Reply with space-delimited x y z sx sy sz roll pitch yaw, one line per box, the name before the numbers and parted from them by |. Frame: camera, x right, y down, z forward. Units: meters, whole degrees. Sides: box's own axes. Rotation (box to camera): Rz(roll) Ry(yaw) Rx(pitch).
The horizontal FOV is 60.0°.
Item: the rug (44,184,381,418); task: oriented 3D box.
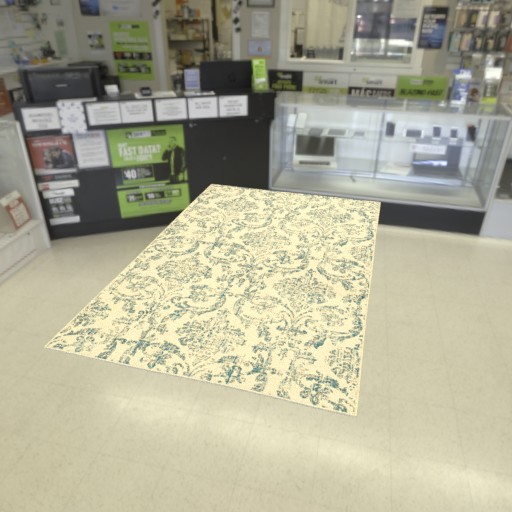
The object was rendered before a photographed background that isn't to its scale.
rug | 0.000 0.000 3.531 1.819 0.018 2.746 8 31 14
